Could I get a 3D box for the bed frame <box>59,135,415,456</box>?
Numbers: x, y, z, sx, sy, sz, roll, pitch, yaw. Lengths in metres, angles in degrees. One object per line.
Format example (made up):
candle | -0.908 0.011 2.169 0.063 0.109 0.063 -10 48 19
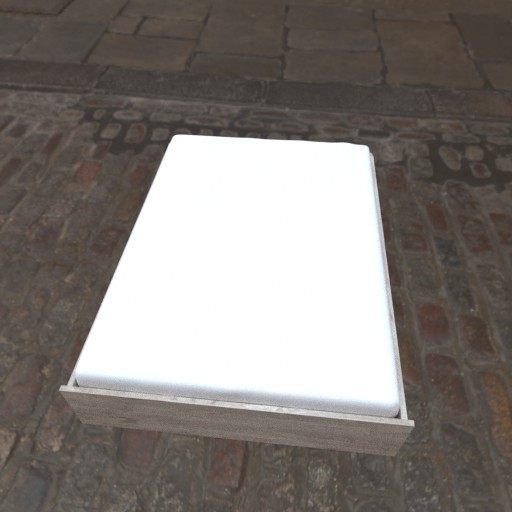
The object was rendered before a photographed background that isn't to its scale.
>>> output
bed frame | 0.000 0.000 2.588 1.490 0.462 1.950 4 47 4
